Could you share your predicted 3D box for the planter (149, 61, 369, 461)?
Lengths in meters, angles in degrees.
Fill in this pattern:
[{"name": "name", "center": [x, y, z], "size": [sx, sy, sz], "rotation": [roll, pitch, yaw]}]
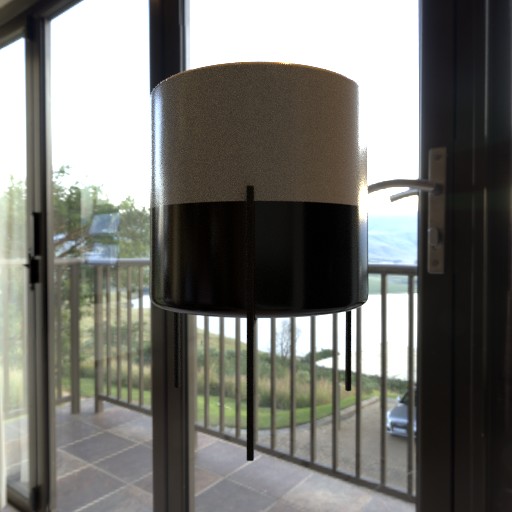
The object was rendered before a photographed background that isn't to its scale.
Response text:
[{"name": "planter", "center": [0.000, 0.000, 0.630], "size": [0.310, 0.432, 0.310], "rotation": [0, 1, 19]}]
